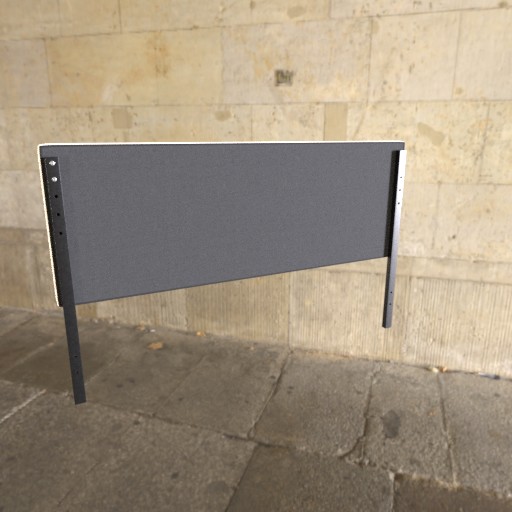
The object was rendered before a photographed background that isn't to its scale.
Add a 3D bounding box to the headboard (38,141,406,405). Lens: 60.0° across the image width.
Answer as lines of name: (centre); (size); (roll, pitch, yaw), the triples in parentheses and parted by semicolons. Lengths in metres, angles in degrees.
headboard: (0.000, 0.000, 2.828); (2.362, 1.410, 0.120); (-8, 17, -26)
